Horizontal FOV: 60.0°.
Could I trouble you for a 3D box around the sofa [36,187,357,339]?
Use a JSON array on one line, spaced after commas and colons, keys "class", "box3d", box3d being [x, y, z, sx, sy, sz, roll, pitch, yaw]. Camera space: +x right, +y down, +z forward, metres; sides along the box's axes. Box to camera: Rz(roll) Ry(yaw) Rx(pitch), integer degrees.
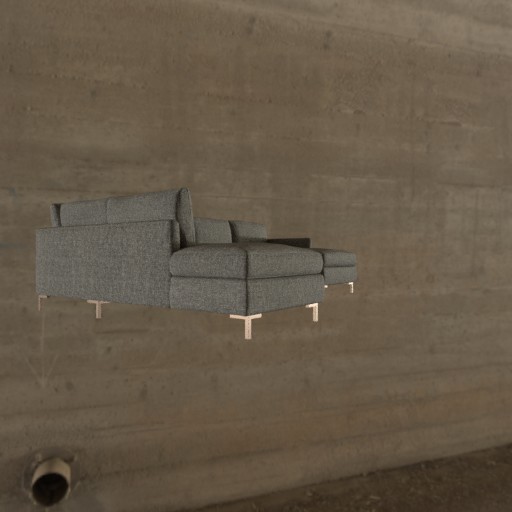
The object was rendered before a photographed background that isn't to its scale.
[{"class": "sofa", "box3d": [0.000, 0.000, 3.625, 1.879, 0.756, 2.737, 0, 0, 36]}]
